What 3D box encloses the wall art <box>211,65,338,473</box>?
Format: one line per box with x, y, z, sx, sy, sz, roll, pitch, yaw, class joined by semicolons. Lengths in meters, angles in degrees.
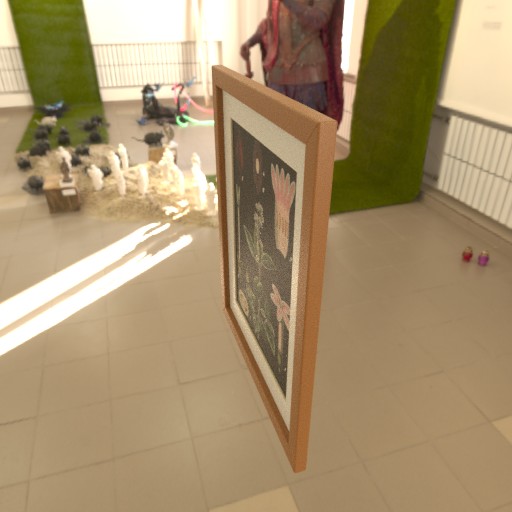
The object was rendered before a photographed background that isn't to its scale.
0.000;0.000;0.519;0.015;0.379;0.310;-9;31;-16;wall art
